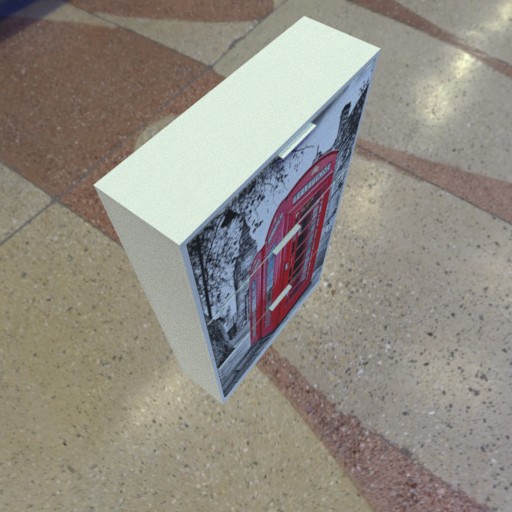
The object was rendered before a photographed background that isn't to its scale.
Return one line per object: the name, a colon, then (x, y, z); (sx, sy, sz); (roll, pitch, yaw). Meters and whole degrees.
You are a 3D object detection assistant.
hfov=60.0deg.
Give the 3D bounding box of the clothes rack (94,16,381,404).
clothes rack: (0.000, 0.000, 1.555); (0.250, 1.280, 0.750); (33, 64, 18)
